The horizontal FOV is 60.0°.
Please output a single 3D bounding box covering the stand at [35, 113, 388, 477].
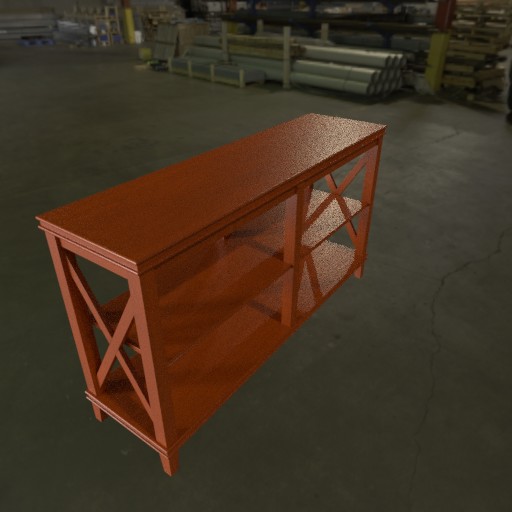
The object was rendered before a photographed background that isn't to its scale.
[{"bbox_3d":[0.000,0.000,1.694,0.381,0.762,1.372,21,37,30],"label":"stand"}]
